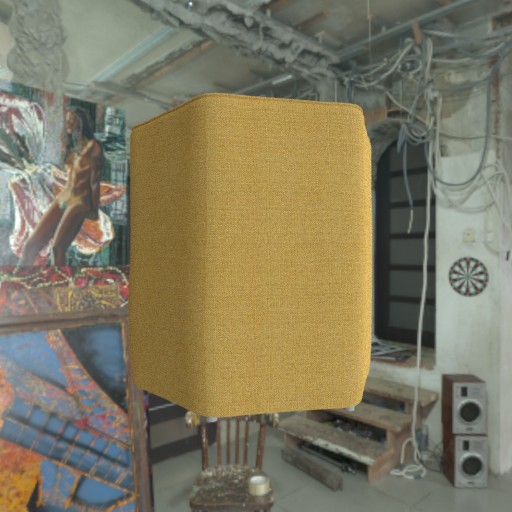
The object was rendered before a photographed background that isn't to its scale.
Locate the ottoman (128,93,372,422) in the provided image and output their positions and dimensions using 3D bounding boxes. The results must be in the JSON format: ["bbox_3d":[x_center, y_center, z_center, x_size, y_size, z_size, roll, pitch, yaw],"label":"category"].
[{"bbox_3d":[0.000,0.000,0.890,0.443,0.502,0.494,0,0,18],"label":"ottoman"}]
